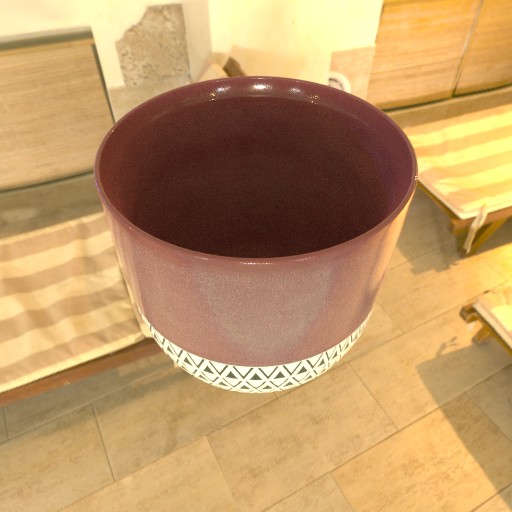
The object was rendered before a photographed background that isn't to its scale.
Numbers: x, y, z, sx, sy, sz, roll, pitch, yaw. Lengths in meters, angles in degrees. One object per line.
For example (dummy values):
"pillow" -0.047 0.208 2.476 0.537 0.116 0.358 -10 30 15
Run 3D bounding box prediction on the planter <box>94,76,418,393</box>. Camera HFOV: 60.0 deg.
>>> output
"planter" 0.000 0.000 0.471 0.266 0.270 0.266 0 47 0
